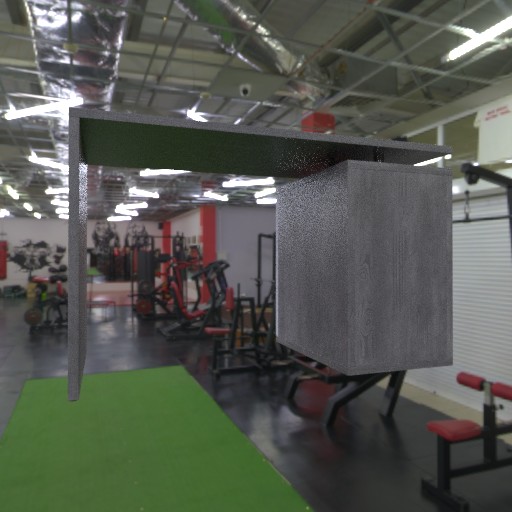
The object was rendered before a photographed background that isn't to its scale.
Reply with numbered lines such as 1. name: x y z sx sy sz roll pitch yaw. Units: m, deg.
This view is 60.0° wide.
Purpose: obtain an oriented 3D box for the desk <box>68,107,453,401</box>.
1. desk: 0.000 0.000 1.586 1.200 0.740 0.600 0 0 -19
